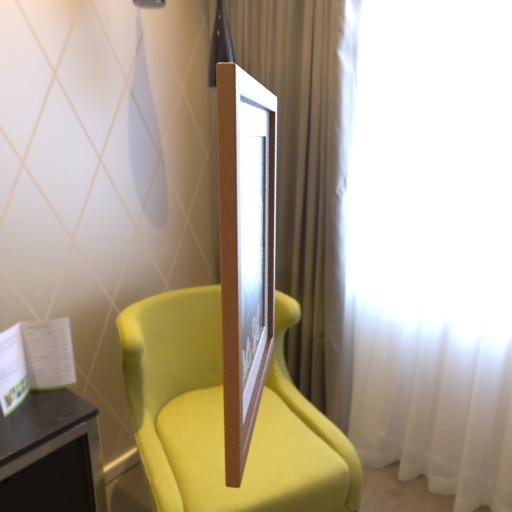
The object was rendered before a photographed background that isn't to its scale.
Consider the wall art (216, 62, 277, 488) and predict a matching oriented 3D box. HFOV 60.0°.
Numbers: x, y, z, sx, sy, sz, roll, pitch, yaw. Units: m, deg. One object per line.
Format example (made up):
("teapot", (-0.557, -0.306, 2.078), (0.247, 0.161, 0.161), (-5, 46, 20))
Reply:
("wall art", (0.000, 0.000, 0.524), (0.015, 0.379, 0.310), (2, 15, 8))
